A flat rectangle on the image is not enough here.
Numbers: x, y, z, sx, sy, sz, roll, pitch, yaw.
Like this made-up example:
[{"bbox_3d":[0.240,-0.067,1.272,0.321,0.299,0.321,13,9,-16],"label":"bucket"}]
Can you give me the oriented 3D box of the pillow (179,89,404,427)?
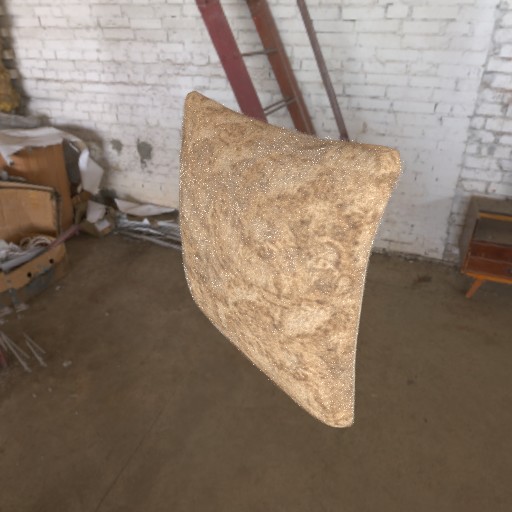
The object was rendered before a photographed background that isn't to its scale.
[{"bbox_3d":[0.000,0.000,0.825,0.216,0.525,0.538,-19,35,-30],"label":"pillow"}]
